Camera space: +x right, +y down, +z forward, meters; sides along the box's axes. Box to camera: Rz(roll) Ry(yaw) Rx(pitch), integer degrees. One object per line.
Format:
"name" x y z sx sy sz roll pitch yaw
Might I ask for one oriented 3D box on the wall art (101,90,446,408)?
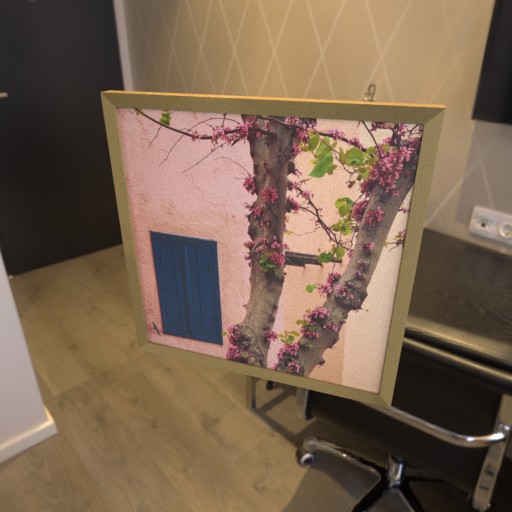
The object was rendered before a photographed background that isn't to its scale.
"wall art" 0.000 0.000 1.126 0.762 0.762 0.038 9 28 17
